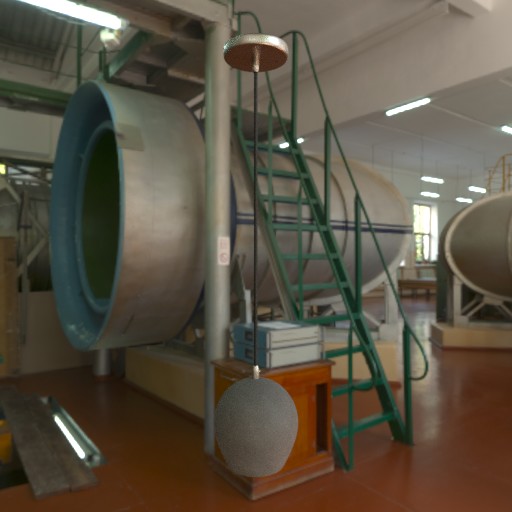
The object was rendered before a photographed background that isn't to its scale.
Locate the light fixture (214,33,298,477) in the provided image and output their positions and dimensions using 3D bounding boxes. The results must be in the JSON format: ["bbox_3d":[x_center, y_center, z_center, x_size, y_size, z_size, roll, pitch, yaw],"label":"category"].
[{"bbox_3d":[0.000,0.000,0.812,0.153,0.760,0.153,0,0,-2],"label":"light fixture"}]
